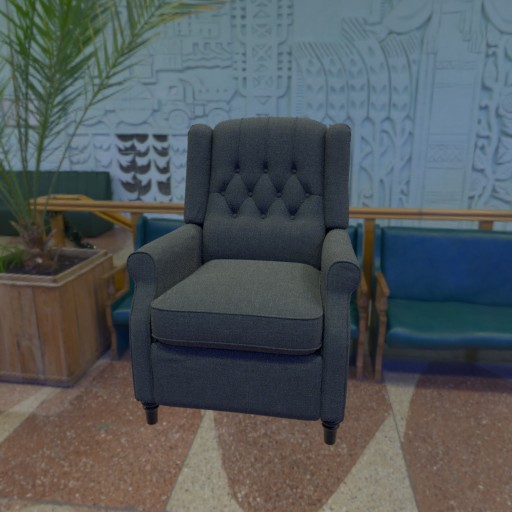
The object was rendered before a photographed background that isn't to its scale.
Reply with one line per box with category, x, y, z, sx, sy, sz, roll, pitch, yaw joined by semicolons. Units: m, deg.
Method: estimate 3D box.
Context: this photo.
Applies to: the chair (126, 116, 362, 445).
chair;0.000;0.000;1.685;0.742;1.035;0.898;3;16;9
